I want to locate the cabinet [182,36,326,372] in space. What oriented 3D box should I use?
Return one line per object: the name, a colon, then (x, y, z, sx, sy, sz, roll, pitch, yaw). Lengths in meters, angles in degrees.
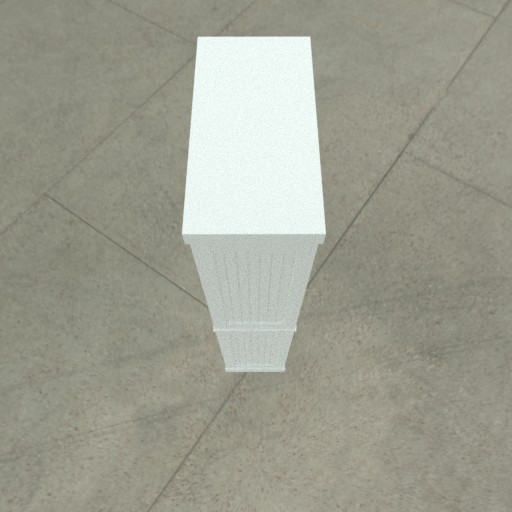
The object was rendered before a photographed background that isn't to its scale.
cabinet: (0.000, 0.000, 2.147, 0.390, 1.829, 0.754, 0, 64, 0)
